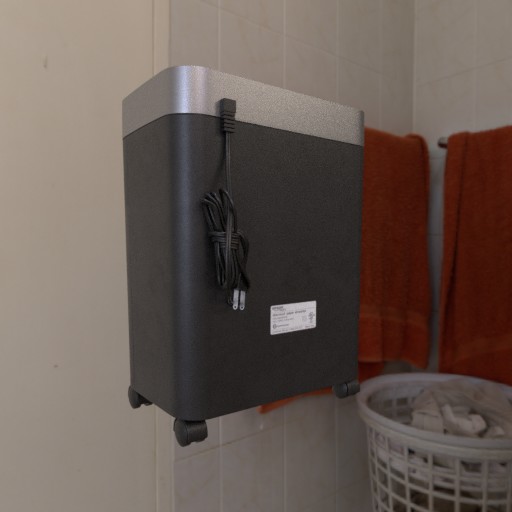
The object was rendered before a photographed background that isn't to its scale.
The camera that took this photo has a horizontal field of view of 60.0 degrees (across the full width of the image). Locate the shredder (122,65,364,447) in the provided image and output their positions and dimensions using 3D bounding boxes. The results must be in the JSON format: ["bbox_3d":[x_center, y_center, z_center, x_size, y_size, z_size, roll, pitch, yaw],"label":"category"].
[{"bbox_3d":[0.000,0.000,0.613,0.311,0.419,0.237,-1,2,-37],"label":"shredder"}]
